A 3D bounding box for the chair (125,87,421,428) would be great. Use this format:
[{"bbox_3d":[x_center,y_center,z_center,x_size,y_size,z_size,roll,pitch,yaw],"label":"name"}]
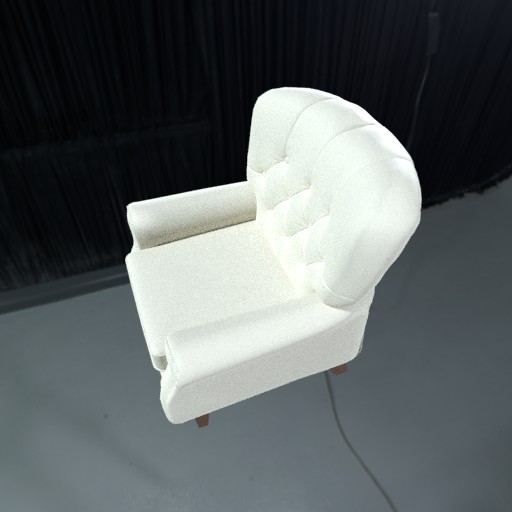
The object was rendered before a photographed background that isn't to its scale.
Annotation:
[{"bbox_3d":[0.000,0.000,2.007,1.132,1.169,1.035,-16,48,-15],"label":"chair"}]
